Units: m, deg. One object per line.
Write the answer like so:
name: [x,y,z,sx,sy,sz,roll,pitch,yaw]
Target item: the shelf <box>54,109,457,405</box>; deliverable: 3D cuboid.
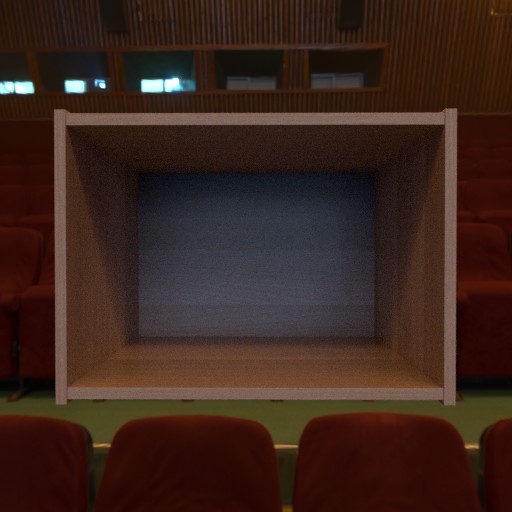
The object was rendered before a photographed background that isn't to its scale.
shelf: [0.000,0.000,0.602,0.415,0.305,0.290,0,1,0]
